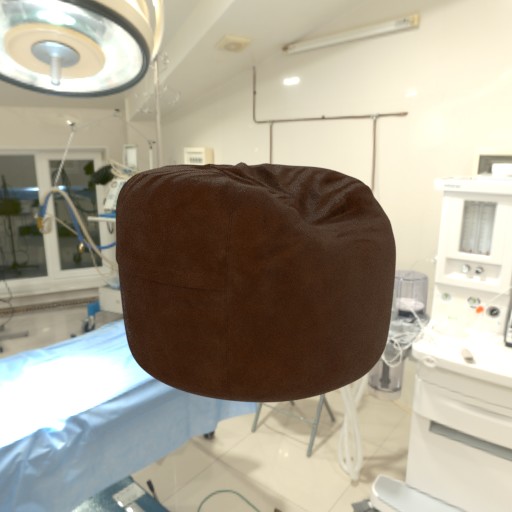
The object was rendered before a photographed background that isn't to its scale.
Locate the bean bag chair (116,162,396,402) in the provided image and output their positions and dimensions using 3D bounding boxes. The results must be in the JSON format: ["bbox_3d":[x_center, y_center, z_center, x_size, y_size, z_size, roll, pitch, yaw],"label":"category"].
[{"bbox_3d":[0.000,0.000,1.519,0.918,0.616,0.918,0,14,0],"label":"bean bag chair"}]
